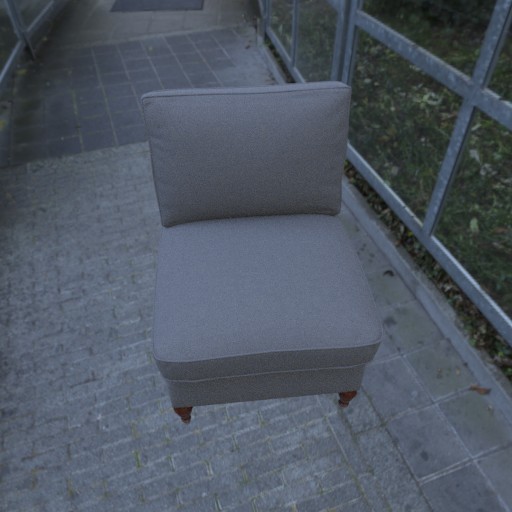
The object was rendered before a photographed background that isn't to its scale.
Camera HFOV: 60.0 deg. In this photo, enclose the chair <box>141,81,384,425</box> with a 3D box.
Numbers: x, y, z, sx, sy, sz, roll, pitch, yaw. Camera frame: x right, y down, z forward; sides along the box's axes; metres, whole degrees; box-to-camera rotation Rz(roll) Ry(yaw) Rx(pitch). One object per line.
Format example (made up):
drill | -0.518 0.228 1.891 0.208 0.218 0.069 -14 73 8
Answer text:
chair | 0.000 0.000 1.647 0.724 1.045 0.924 -4 45 -4
